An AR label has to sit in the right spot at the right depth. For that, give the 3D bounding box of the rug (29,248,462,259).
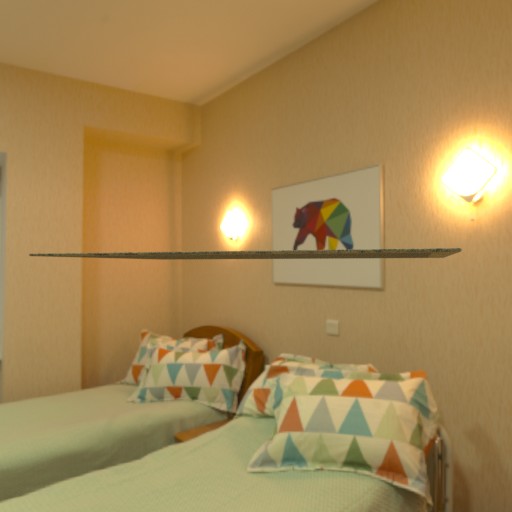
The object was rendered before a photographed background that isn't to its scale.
[{"bbox_3d":[0.000,0.000,3.029,2.439,0.015,1.524,0,-1,20],"label":"rug"}]
